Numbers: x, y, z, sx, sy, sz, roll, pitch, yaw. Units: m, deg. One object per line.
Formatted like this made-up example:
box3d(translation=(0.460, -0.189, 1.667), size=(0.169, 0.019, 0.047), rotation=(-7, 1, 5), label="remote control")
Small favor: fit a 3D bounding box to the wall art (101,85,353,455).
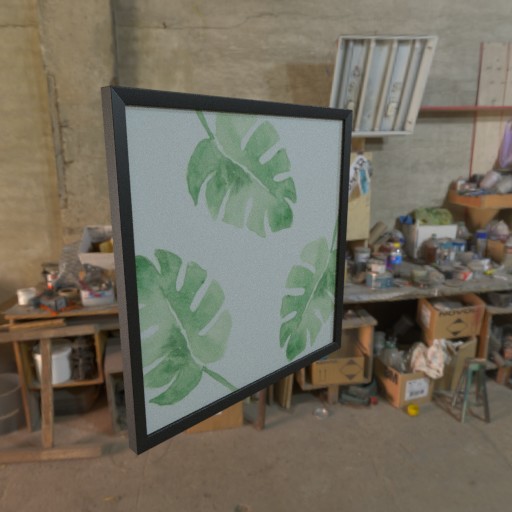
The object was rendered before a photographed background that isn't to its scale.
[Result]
box3d(translation=(0.000, 0.000, 1.154), size=(0.765, 0.765, 0.038), rotation=(-13, 19, -43), label="wall art")
